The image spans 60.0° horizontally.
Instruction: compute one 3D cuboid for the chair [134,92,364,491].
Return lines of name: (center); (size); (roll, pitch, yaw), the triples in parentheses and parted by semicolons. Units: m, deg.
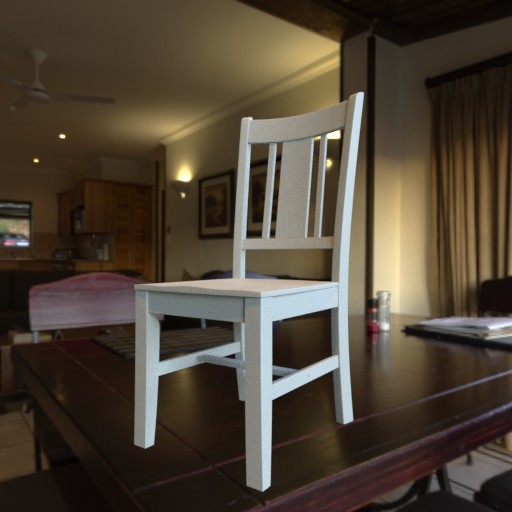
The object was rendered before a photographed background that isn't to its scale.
chair: (0.000, 0.000, 1.273); (0.450, 0.998, 0.555); (0, 0, 35)
